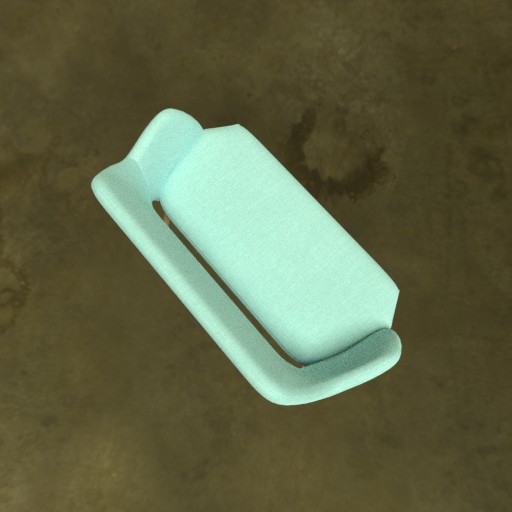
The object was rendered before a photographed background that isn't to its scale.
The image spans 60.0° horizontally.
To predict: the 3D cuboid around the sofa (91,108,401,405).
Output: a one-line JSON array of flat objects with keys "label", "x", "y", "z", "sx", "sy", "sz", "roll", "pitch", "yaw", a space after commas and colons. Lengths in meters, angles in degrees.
[{"label": "sofa", "x": 0.000, "y": 0.000, "z": 1.646, "sx": 0.610, "sy": 0.840, "sz": 1.150, "roll": -40, "pitch": 79, "yaw": -10}]
